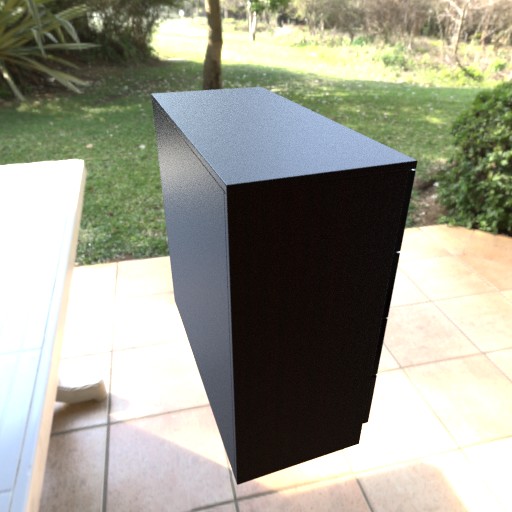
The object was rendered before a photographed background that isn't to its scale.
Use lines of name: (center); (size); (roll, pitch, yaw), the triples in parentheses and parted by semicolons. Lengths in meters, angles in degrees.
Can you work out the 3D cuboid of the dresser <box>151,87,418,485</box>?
dresser: (0.000, 0.000, 1.180); (0.360, 0.720, 0.750); (-10, 32, -17)
